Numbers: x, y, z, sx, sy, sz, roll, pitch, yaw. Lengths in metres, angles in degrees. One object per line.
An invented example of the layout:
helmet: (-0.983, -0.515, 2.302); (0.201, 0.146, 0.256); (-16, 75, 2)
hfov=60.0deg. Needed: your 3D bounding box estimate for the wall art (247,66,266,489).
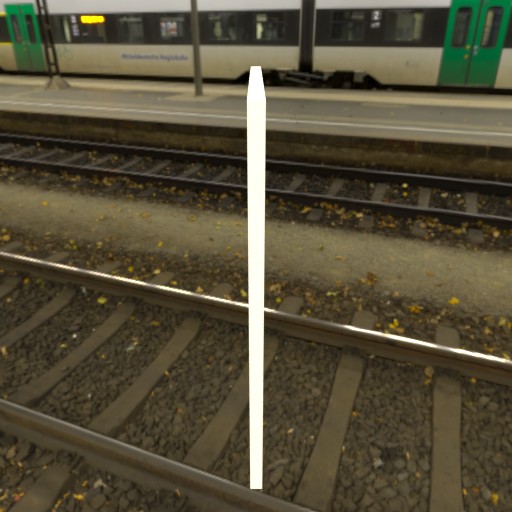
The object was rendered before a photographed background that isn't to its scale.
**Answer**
wall art: (0.000, 0.000, 1.086); (0.026, 0.811, 0.661); (0, 27, 0)
